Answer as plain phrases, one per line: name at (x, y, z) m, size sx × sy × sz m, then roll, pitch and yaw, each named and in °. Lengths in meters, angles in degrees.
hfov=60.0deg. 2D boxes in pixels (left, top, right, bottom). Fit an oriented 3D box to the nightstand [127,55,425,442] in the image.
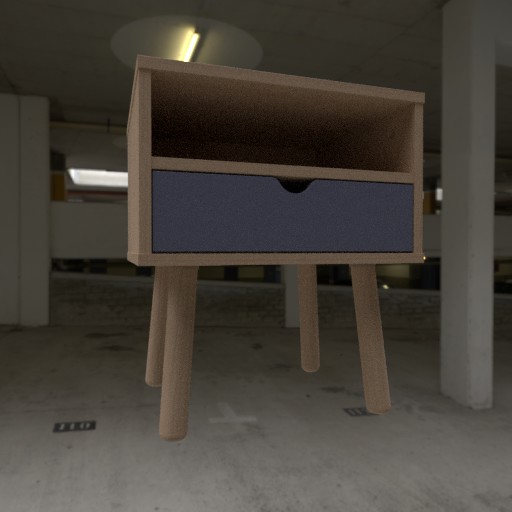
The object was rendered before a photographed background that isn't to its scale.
nightstand at (0.000, 0.000, 0.831) m, size 0.450 × 0.530 × 0.380 m, roll 0°, pitch 1°, yaw -18°
